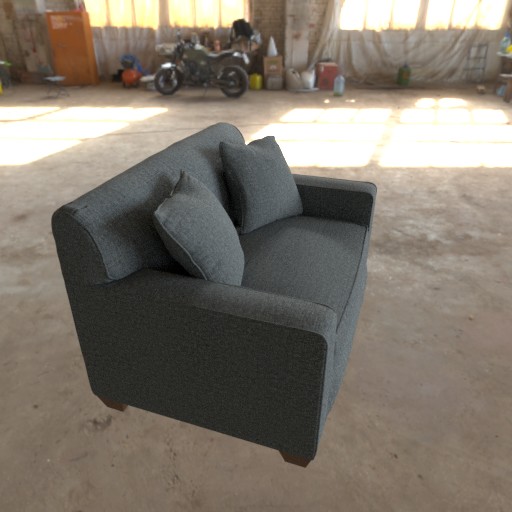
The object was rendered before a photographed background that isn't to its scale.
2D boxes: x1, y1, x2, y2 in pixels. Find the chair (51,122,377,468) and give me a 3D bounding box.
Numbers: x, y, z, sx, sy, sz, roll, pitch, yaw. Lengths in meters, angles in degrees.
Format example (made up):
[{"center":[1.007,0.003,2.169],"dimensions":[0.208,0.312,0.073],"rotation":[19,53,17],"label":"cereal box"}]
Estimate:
[{"center":[0.000,0.000,2.070],"dimensions":[1.000,0.948,1.383],"rotation":[10,31,17],"label":"chair"}]
